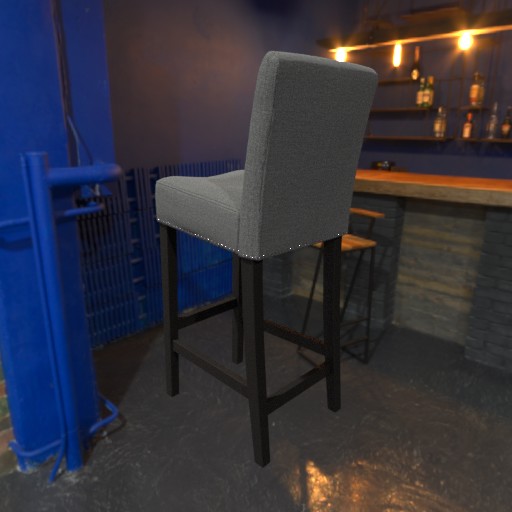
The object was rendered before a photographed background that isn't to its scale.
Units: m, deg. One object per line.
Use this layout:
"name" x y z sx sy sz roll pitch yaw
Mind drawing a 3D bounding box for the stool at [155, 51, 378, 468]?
"stool" 0.000 0.000 1.334 0.548 1.047 0.411 15 22 42
